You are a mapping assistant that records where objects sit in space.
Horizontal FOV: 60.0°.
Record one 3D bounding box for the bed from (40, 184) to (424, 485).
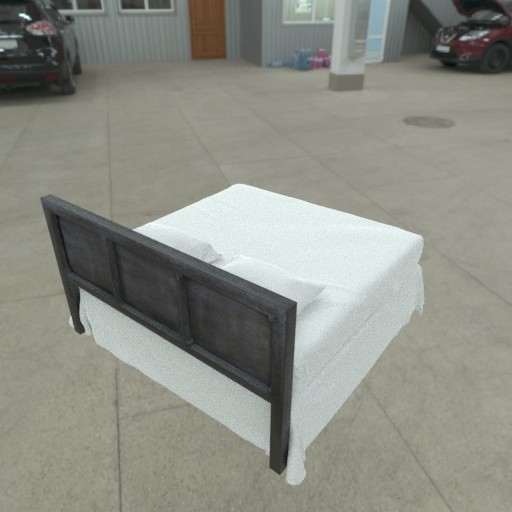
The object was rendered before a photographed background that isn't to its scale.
[{"bbox_3d":[0.000,0.000,3.443,2.255,1.158,2.165,22,36,32],"label":"bed"}]
